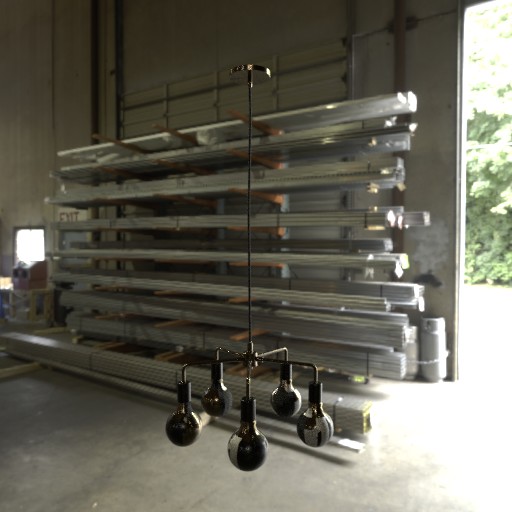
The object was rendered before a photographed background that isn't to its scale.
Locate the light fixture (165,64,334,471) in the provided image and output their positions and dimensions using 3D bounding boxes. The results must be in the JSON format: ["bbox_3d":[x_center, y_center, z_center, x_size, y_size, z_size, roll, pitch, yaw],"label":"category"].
[{"bbox_3d":[0.000,0.000,1.199,0.421,0.988,0.438,0,1,19],"label":"light fixture"}]
